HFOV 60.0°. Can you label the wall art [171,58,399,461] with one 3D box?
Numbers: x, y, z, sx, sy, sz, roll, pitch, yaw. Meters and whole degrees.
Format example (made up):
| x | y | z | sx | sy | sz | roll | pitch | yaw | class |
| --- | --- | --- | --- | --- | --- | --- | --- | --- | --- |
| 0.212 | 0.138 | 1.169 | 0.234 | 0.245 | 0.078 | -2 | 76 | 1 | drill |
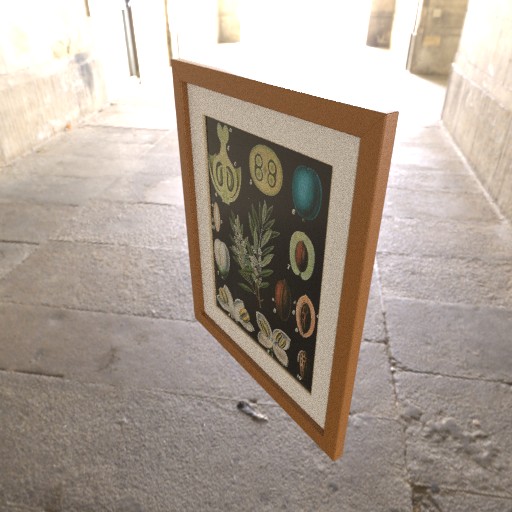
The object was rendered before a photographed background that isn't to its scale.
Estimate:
| x | y | z | sx | sy | sz | roll | pitch | yaw | class |
| --- | --- | --- | --- | --- | --- | --- | --- | --- | --- |
| 0.000 | 0.000 | 0.728 | 0.021 | 0.550 | 0.449 | -21 | 37 | -30 | wall art |
